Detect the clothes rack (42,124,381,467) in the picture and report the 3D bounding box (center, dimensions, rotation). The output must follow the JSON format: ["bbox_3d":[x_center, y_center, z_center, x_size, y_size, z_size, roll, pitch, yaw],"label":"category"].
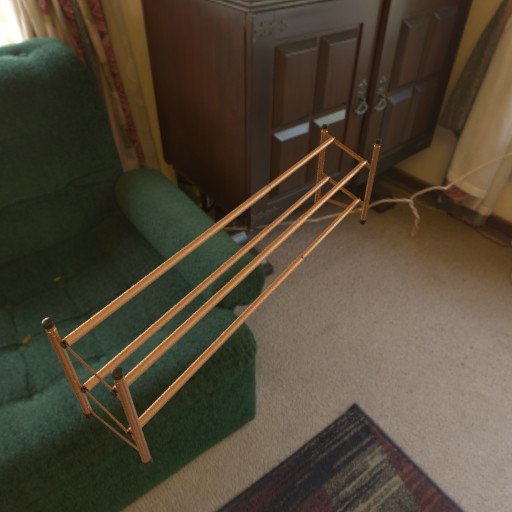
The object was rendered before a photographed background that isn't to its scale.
[{"bbox_3d":[0.000,0.000,1.304,0.229,0.349,1.168,25,46,26],"label":"clothes rack"}]
